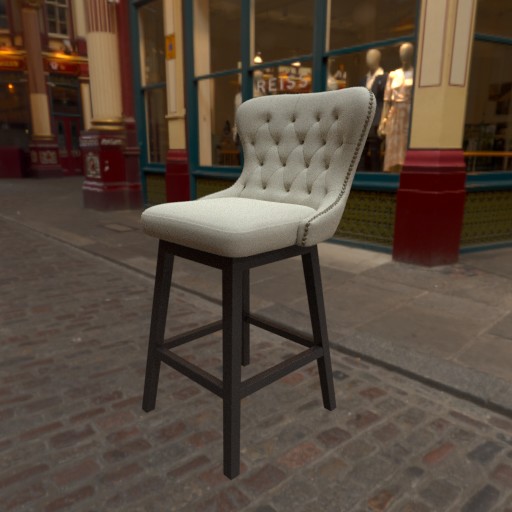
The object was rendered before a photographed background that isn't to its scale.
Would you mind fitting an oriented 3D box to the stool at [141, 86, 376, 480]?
[{"bbox_3d":[0.000,0.000,1.332,0.593,0.971,0.528,-14,20,-43],"label":"stool"}]
